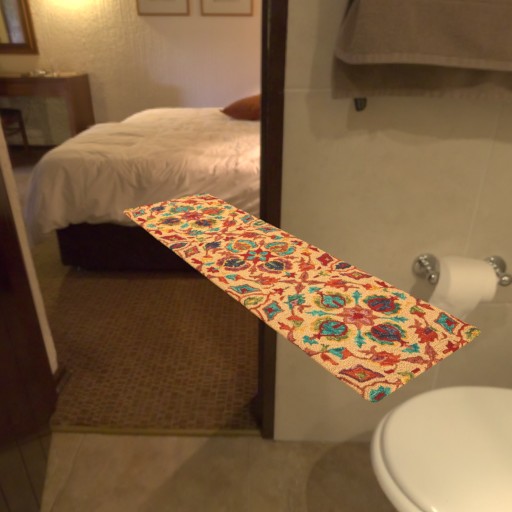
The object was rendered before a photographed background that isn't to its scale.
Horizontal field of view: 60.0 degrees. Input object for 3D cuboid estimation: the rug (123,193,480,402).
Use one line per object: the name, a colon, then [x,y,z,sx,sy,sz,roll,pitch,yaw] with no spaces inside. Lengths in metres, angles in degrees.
rug: [0.000,0.000,2.487,0.693,0.016,2.273,-18,31,-32]
